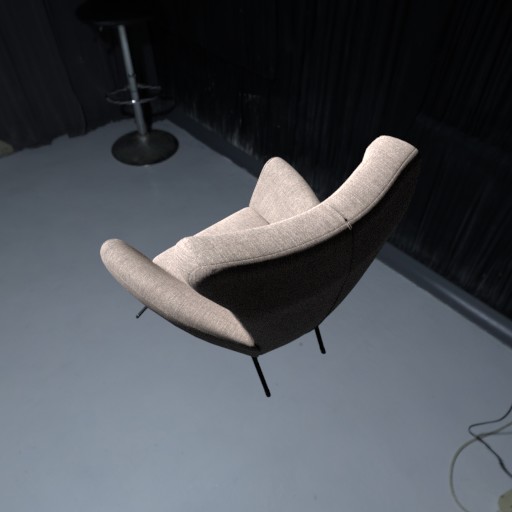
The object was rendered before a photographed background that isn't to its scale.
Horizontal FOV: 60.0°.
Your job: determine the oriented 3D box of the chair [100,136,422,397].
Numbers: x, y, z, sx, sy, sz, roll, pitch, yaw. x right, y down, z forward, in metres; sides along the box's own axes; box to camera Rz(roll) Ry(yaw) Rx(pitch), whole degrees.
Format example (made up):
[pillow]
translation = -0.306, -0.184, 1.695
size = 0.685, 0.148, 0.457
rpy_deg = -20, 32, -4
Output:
[chair]
translation = 0.000, 0.000, 1.798
size = 0.980, 1.040, 0.900
rpy_deg = -32, 54, -26
